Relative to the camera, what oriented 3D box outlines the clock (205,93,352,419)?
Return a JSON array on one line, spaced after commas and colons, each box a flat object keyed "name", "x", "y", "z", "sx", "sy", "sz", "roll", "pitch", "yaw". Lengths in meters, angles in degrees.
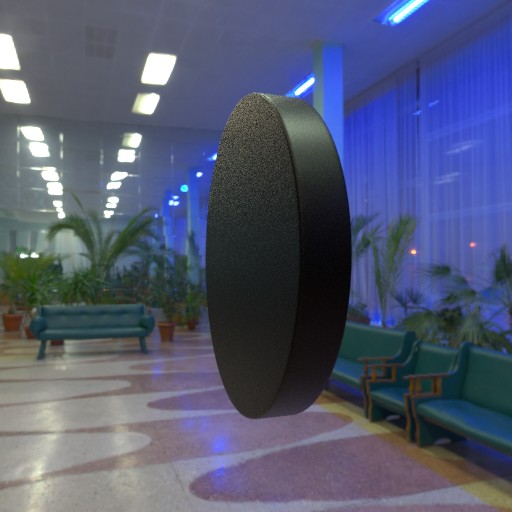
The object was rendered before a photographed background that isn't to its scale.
[{"name": "clock", "x": 0.000, "y": 0.000, "z": 0.456, "sx": 0.040, "sy": 0.314, "sz": 0.314, "roll": 0, "pitch": -1, "yaw": -18}]
